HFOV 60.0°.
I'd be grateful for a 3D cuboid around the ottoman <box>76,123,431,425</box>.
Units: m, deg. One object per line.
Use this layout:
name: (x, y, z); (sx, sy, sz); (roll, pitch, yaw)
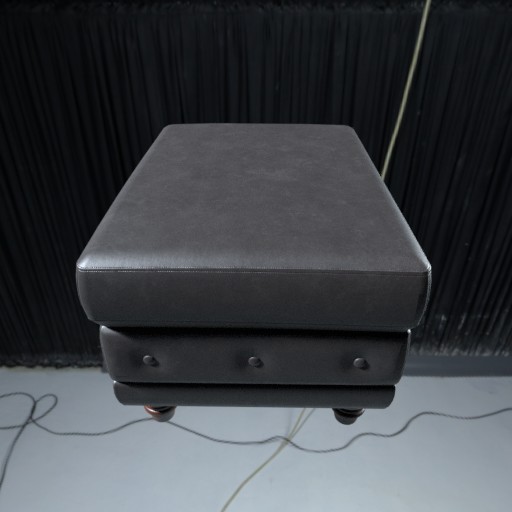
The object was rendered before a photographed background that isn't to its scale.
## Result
ottoman: (0.000, 0.000, 1.147); (0.590, 0.498, 0.795); (1, 33, 1)
